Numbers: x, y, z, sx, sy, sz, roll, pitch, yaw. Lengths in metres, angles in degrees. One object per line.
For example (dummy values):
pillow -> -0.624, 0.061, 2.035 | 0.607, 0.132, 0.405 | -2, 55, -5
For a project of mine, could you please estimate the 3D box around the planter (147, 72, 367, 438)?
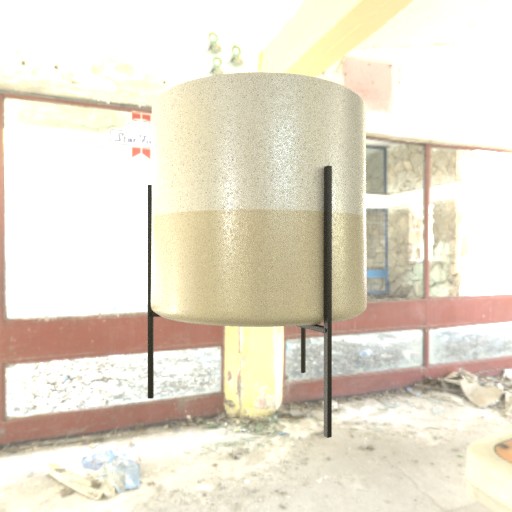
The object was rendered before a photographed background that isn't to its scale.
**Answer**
planter -> 0.000, 0.000, 0.756 | 0.368, 0.484, 0.359 | 0, 0, 0
